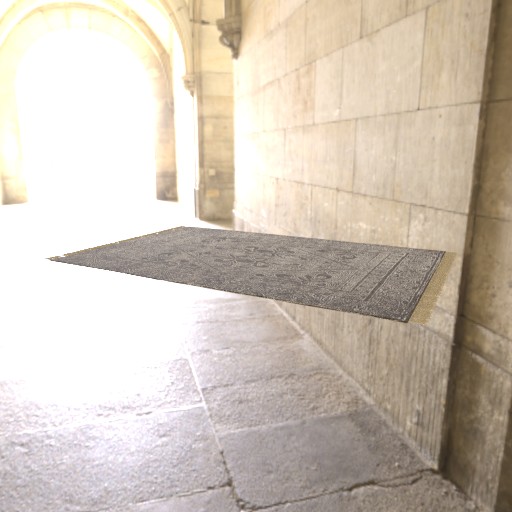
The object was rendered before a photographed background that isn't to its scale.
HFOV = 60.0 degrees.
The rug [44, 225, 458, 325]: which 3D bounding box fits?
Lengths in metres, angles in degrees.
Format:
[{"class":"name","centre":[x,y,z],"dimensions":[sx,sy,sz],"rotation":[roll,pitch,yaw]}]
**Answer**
[{"class":"rug","centre":[0.000,0.000,3.061],"dimensions":[2.440,0.010,1.529],"rotation":[7,15,27]}]
